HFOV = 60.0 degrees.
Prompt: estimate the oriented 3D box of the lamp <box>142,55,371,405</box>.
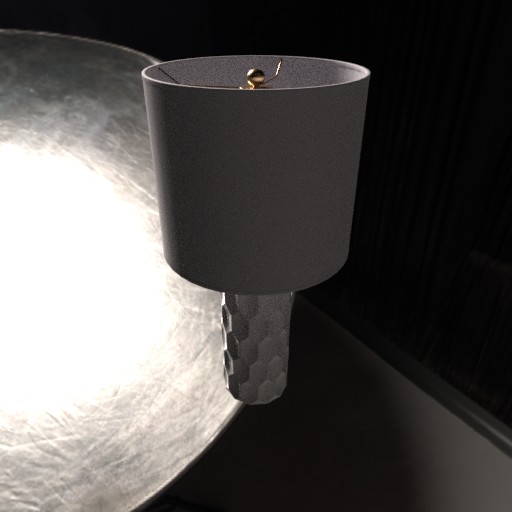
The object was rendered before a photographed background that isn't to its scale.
[{"bbox_3d":[0.000,0.000,0.684,0.277,0.537,0.277,-19,36,-29],"label":"lamp"}]
